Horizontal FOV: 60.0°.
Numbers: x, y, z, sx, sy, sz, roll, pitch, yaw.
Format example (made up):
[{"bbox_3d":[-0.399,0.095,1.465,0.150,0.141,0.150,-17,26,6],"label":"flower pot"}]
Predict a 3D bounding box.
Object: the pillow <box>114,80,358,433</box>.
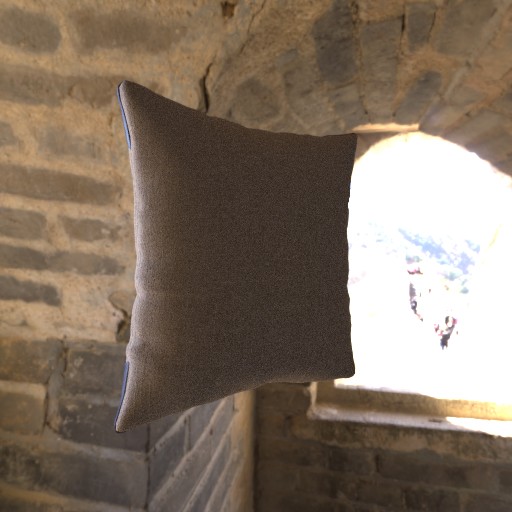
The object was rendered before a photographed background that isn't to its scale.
[{"bbox_3d":[0.000,0.000,0.681,0.440,0.441,0.147,0,0,-37],"label":"pillow"}]
